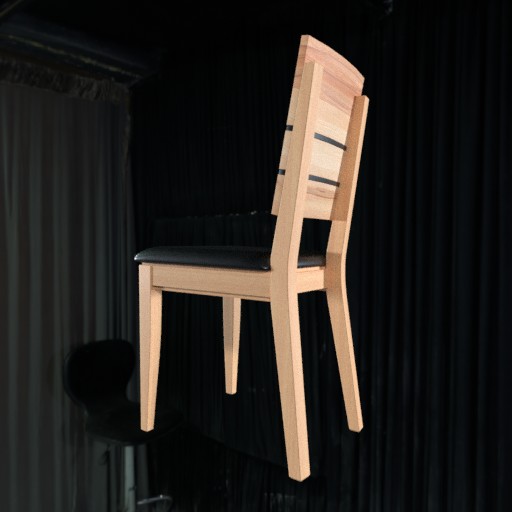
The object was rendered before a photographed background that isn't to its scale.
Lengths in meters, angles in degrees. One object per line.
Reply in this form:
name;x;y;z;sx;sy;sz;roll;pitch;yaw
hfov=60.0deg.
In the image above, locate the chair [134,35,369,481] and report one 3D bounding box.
chair;0.000;0.000;1.196;0.520;0.940;0.410;1;2;36
